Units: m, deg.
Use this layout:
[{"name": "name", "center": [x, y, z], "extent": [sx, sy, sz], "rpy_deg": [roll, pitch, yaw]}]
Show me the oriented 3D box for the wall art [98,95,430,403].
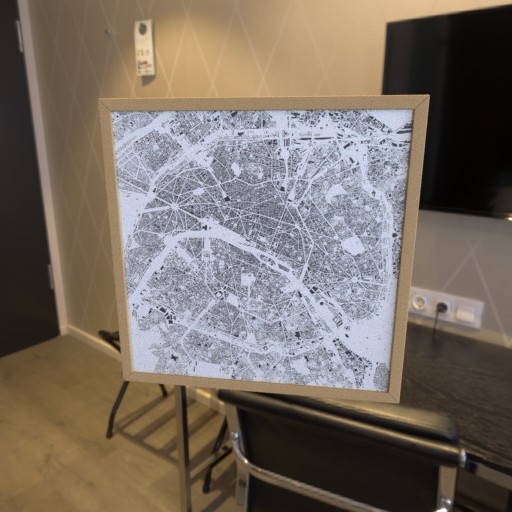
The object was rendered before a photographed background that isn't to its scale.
[{"name": "wall art", "center": [0.000, 0.000, 1.128], "extent": [0.761, 0.761, 0.037], "rpy_deg": [2, 16, 8]}]
